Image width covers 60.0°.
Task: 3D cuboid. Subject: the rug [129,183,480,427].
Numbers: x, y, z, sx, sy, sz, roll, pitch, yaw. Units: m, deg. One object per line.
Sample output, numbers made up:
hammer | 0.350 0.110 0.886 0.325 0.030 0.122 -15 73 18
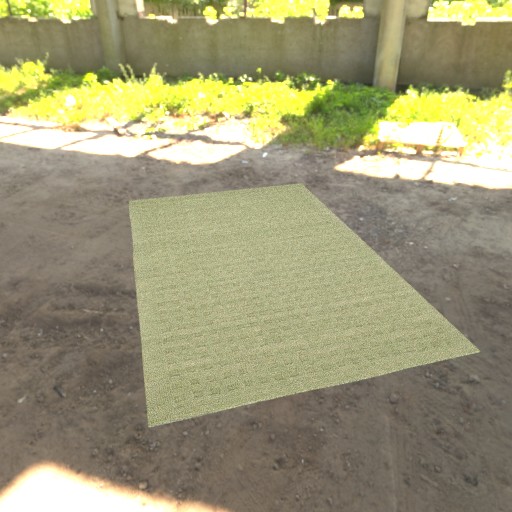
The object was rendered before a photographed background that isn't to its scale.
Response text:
rug | 0.000 0.000 2.144 1.143 0.006 1.747 -8 31 -14
